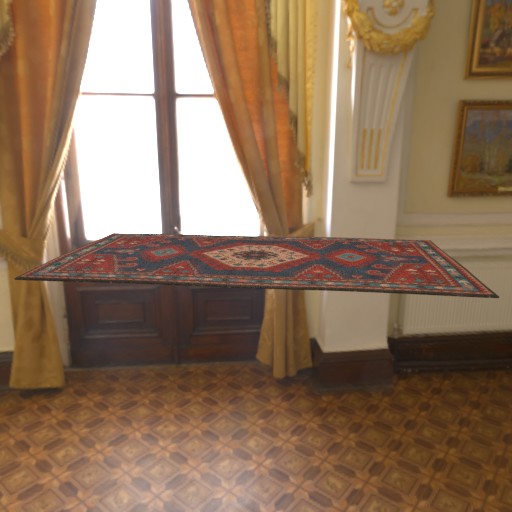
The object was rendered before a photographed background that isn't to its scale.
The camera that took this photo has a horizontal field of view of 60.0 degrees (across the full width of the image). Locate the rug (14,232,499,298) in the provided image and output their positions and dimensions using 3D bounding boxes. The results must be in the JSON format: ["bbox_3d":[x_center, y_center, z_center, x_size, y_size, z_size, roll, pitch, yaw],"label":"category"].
[{"bbox_3d":[0.000,0.000,3.478,3.032,0.034,1.522,2,15,7],"label":"rug"}]
